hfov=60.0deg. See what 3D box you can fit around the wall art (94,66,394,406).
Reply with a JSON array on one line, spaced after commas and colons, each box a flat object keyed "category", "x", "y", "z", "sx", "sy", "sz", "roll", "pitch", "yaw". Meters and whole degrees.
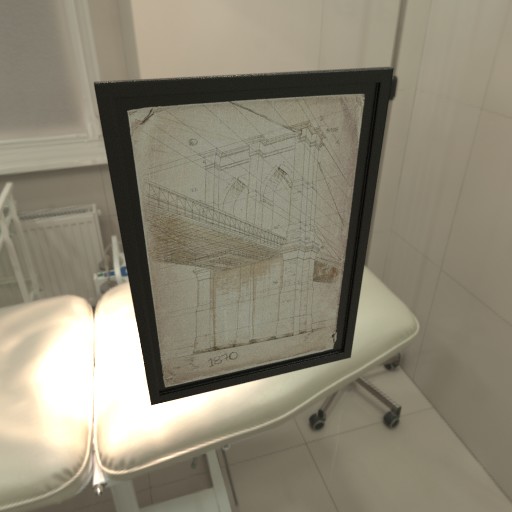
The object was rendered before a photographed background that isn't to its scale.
[{"category": "wall art", "x": 0.000, "y": 0.000, "z": 0.856, "sx": 0.480, "sy": 0.657, "sz": 0.016, "roll": -9, "pitch": 32, "yaw": -15}]
